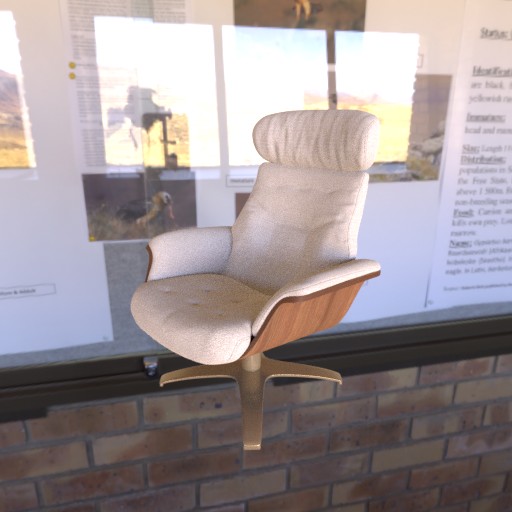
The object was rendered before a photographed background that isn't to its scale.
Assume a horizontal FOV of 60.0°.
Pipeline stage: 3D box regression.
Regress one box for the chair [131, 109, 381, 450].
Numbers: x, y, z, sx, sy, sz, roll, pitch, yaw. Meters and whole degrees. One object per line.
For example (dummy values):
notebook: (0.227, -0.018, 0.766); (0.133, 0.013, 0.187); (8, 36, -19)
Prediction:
chair: (0.000, 0.000, 1.576); (0.785, 0.995, 0.837); (17, 24, 42)
